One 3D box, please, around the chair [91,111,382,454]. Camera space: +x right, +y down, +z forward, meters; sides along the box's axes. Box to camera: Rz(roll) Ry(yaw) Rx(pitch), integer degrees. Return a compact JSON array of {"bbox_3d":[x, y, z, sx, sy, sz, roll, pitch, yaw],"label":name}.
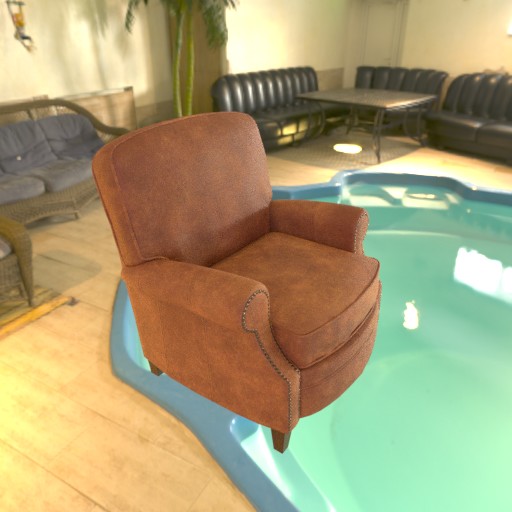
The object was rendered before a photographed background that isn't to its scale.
[{"bbox_3d":[0.000,0.000,1.768,0.986,1.018,0.936,18,32,31],"label":"chair"}]
